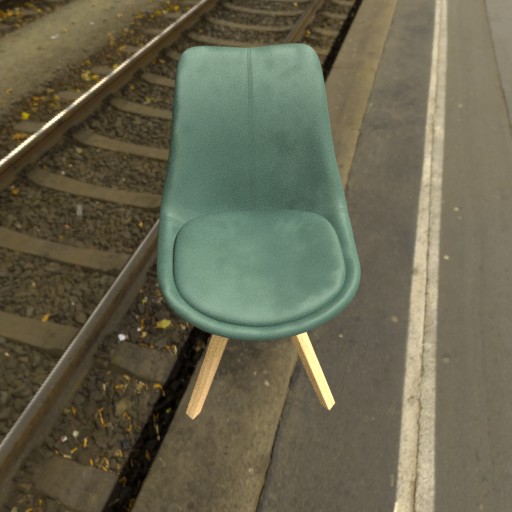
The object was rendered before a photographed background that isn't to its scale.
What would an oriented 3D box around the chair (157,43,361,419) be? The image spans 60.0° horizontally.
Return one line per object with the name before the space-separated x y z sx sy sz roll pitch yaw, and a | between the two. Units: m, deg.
chair | 0.000 0.000 1.146 0.483 0.865 0.547 -3 46 -3
